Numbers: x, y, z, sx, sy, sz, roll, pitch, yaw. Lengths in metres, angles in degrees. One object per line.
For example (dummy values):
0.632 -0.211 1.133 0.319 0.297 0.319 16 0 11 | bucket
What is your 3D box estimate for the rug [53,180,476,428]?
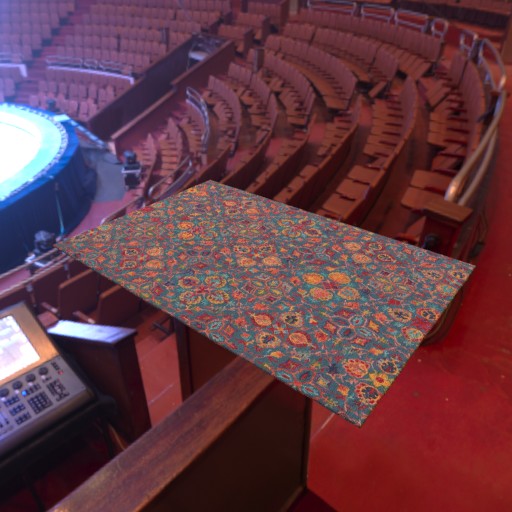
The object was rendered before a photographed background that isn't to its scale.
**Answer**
0.000 0.000 2.296 1.836 0.014 1.216 23 38 33 | rug
